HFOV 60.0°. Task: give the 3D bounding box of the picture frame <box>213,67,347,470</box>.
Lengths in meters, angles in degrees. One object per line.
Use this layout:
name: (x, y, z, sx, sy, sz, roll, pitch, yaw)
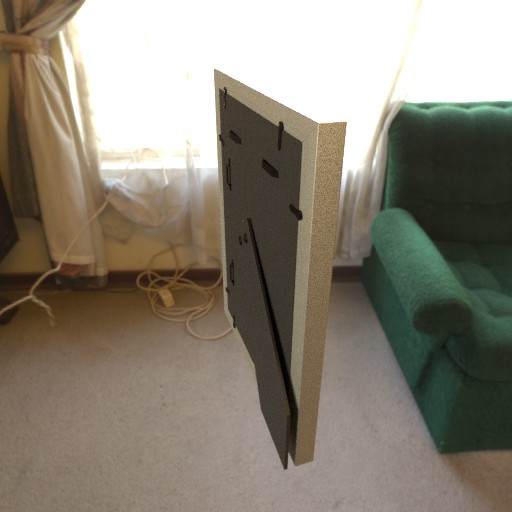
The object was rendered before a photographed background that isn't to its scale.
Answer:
picture frame: (0.000, 0.000, 0.537, 0.036, 0.386, 0.307, -10, 31, -16)
